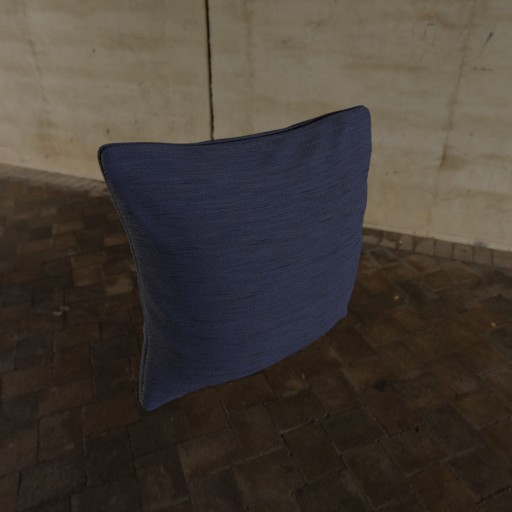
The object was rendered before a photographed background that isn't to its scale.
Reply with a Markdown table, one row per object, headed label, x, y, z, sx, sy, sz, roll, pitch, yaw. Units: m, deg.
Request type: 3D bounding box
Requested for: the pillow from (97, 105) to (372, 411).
| label | x | y | z | sx | sy | sz | roll | pitch | yaw |
| --- | --- | --- | --- | --- | --- | --- | --- | --- | --- |
| pillow | 0.000 | 0.000 | 0.695 | 0.432 | 0.414 | 0.246 | -19 | 34 | -29 |
